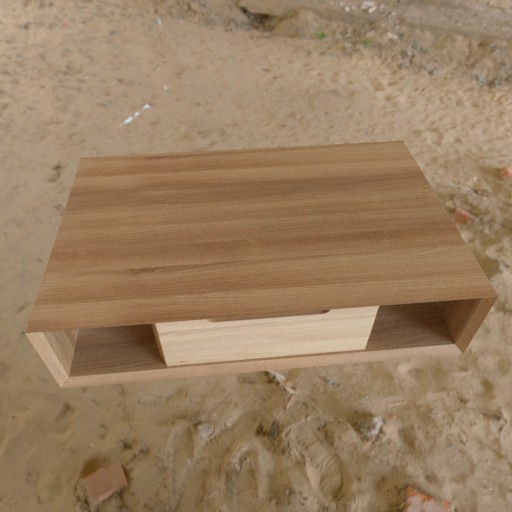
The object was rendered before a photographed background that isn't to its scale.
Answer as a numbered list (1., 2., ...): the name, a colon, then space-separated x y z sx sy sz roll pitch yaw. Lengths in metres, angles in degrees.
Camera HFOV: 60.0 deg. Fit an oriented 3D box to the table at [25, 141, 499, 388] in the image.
1. table: 0.000 0.000 1.385 1.100 0.330 0.700 -4 46 -4
